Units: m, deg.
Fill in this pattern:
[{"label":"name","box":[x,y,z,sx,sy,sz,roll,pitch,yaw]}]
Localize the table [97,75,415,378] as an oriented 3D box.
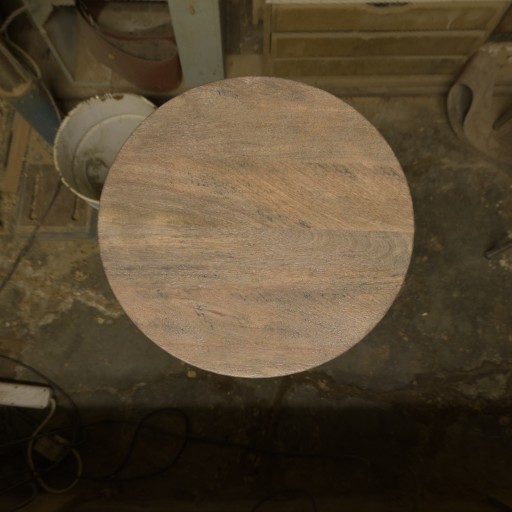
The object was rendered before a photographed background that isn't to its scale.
[{"label":"table","box":[0.000,0.000,0.785,0.405,0.454,0.405,0,76,0]}]
